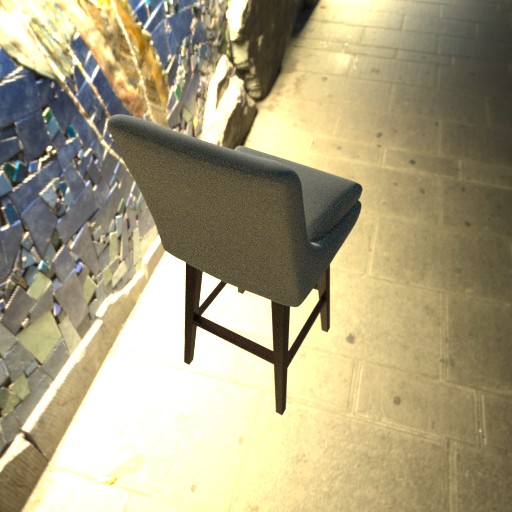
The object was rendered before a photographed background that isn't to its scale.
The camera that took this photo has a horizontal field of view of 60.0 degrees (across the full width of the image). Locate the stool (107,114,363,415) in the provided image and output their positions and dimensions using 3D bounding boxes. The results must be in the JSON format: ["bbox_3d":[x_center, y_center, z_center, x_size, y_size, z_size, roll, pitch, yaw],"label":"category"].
[{"bbox_3d":[0.000,0.000,1.406,0.483,1.093,0.559,22,50,20],"label":"stool"}]
